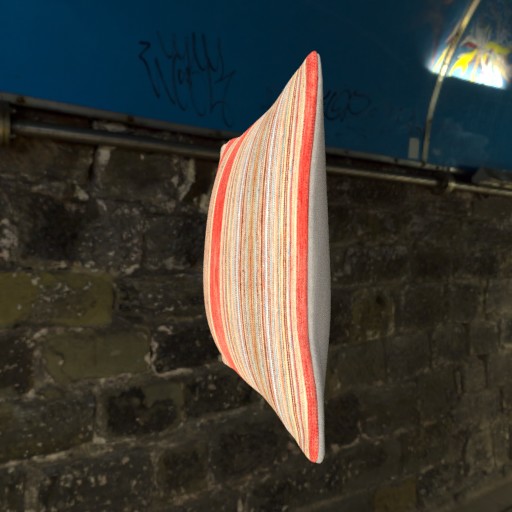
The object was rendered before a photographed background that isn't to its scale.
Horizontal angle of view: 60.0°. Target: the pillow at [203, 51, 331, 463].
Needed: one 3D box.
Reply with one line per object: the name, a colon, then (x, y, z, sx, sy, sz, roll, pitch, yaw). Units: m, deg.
pillow: (0.000, 0.000, 0.648, 0.136, 0.419, 0.437, 0, 1, -17)
